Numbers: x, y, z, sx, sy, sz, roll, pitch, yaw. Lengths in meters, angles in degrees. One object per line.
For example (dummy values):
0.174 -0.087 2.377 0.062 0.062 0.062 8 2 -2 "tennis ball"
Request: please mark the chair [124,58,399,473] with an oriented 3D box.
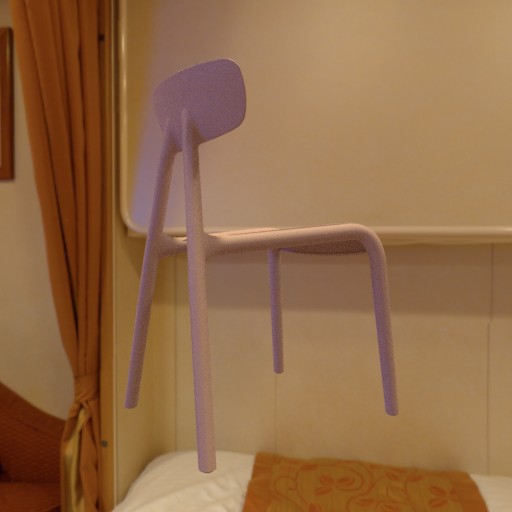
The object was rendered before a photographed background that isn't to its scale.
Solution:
0.000 0.000 0.832 0.401 0.580 0.356 -1 1 -36 "chair"
